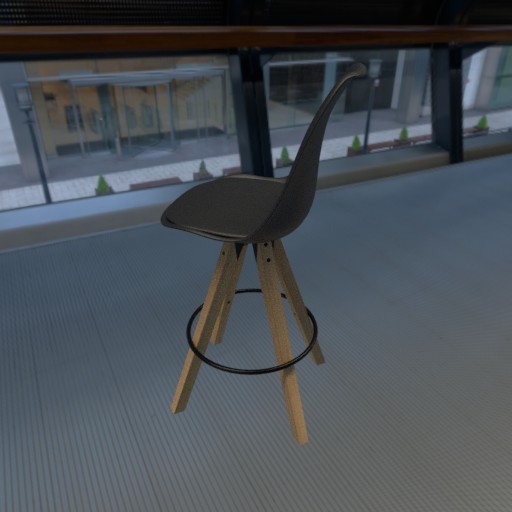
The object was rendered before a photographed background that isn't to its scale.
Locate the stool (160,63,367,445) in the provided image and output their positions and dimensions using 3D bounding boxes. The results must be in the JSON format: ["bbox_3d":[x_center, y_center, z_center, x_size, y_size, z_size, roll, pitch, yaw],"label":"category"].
[{"bbox_3d":[0.000,0.000,1.393,0.550,1.115,0.485,8,30,14],"label":"stool"}]
